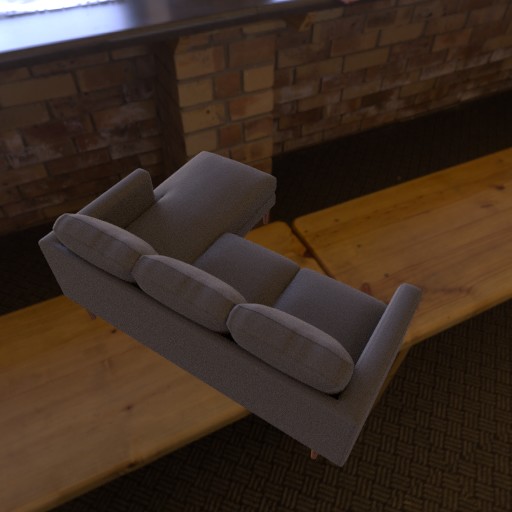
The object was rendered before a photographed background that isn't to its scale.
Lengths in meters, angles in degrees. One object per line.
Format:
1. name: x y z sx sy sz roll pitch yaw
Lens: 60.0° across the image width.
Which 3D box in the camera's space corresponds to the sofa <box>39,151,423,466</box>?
1. sofa: 0.000 0.000 2.849 2.031 0.897 1.591 25 52 21
